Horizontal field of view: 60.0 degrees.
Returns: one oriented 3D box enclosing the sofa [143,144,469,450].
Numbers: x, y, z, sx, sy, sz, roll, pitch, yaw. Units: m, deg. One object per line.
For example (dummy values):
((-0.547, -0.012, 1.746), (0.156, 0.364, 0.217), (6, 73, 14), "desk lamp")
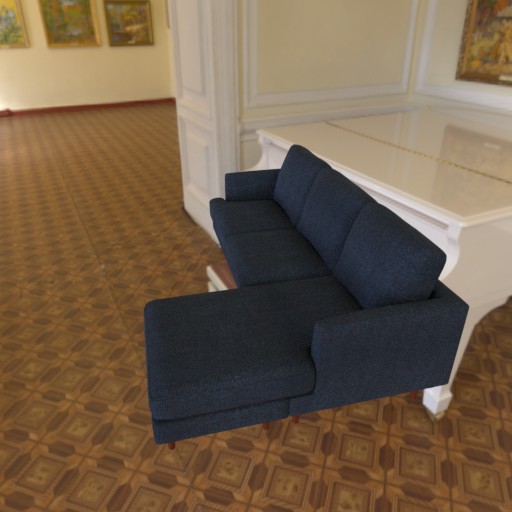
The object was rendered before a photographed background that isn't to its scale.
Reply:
((0.000, 0.000, 2.950), (1.504, 0.956, 2.233), (-7, 29, -13), "sofa")
